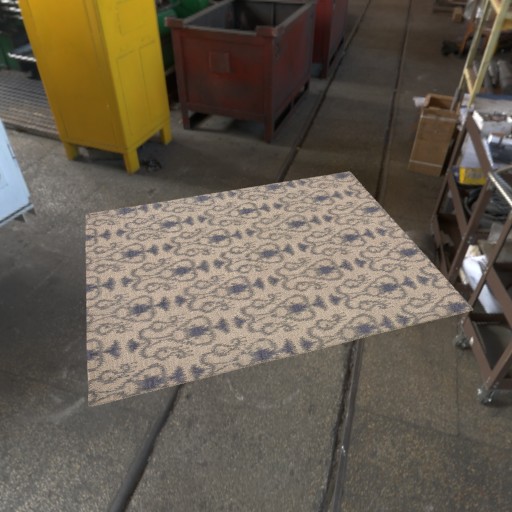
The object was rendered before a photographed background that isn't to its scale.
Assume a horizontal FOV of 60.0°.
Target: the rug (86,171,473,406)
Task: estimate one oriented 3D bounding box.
[{"bbox_3d":[0.000,0.000,4.351,3.205,0.015,2.437,-11,42,-13],"label":"rug"}]
